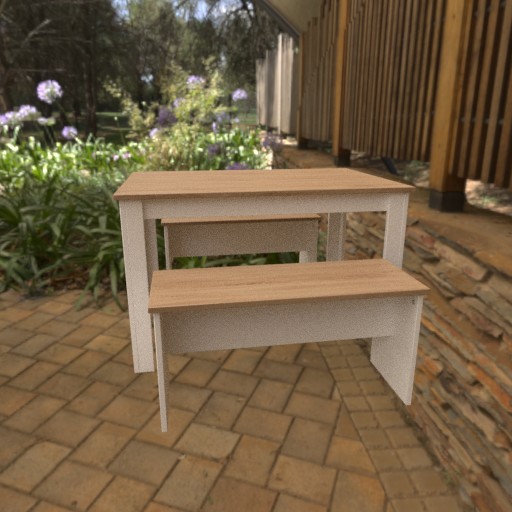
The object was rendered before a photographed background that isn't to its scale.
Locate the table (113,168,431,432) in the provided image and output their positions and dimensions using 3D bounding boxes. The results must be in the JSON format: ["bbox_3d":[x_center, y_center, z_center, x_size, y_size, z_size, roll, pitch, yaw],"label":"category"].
[{"bbox_3d":[0.000,0.000,2.021,1.100,0.700,1.443,-3,17,-9],"label":"table"}]
